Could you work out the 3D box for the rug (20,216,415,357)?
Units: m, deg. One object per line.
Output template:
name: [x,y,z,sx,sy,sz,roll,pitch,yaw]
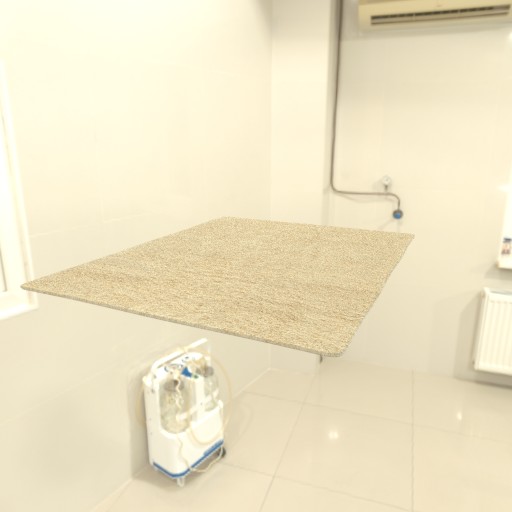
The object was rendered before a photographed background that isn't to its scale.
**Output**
rug: [0.000,0.000,4.021,2.401,0.025,3.001,8,17,25]
